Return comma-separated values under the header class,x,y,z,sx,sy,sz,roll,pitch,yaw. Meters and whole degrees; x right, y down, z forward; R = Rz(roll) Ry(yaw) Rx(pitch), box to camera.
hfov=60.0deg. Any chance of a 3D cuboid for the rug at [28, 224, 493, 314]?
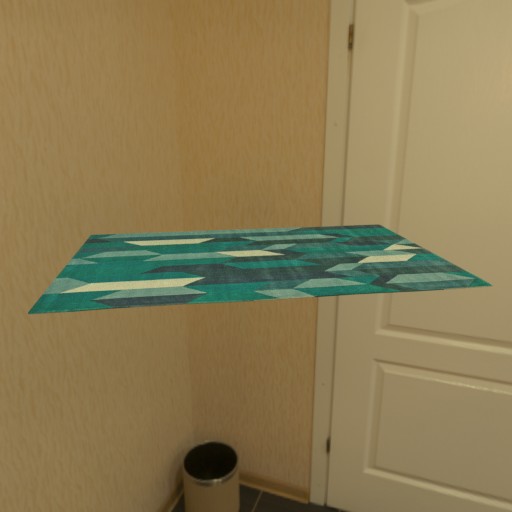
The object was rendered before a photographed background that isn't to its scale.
class,x,y,z,sx,sy,sz,roll,pitch,yaw
rug,0.000,0.000,2.983,2.420,0.005,1.528,-3,17,-8
